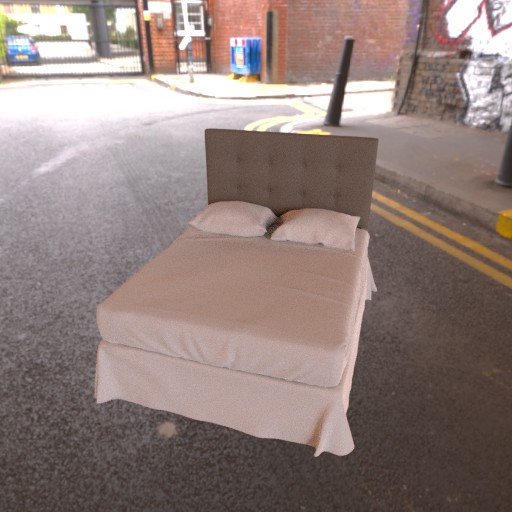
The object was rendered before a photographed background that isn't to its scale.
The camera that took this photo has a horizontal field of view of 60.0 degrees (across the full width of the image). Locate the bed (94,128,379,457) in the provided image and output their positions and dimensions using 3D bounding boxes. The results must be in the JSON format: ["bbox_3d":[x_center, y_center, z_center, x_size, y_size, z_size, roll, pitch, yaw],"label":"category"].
[{"bbox_3d":[0.000,0.000,3.541,1.936,1.577,2.222,8,27,15],"label":"bed"}]
